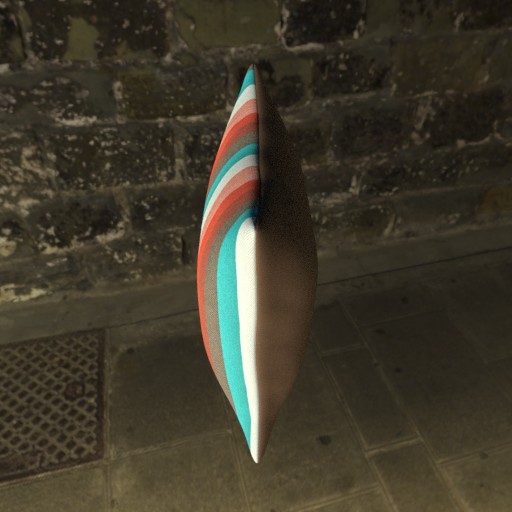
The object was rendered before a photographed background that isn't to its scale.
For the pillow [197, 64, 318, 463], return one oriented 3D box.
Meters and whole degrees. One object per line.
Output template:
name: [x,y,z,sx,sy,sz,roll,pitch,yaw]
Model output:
pillow: [0.000,0.000,0.692,0.168,0.443,0.453,0,40,0]
